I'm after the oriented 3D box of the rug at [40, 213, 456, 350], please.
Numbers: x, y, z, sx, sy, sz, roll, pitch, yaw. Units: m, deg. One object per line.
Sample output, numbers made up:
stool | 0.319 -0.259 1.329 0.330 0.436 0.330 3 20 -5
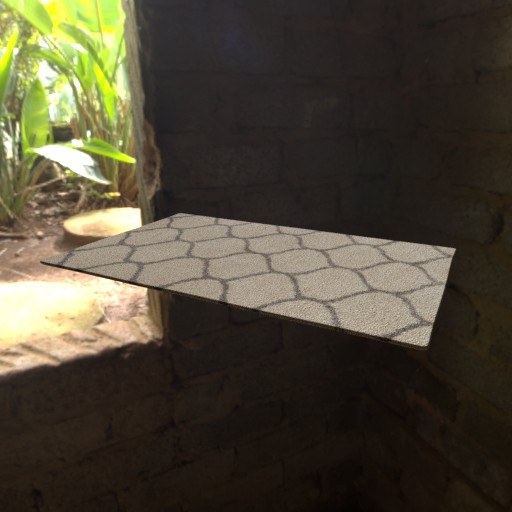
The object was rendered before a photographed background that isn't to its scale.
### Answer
rug | 0.000 0.000 2.943 2.348 0.024 1.501 9 21 26
